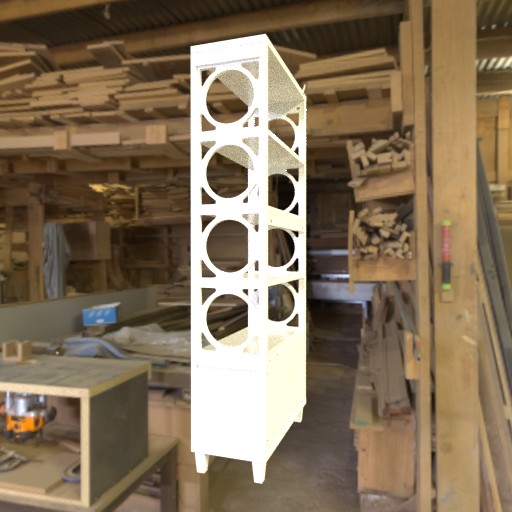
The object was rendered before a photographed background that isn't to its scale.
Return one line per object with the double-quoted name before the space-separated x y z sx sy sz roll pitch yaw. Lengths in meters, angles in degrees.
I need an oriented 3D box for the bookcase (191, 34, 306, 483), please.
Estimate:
"bookcase" 0.000 0.000 2.198 0.361 1.869 0.761 0 0 19
